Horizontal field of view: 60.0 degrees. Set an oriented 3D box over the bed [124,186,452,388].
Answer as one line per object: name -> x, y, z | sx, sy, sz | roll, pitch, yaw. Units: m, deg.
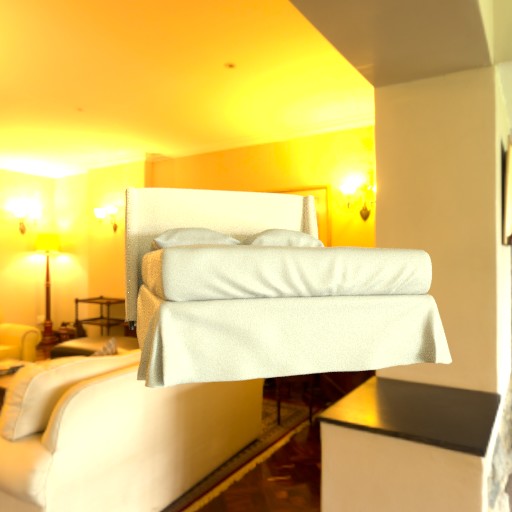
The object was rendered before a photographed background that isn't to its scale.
bed -> 0.000, 0.000, 3.427 | 1.925, 1.332, 2.276 | 0, -1, -17
